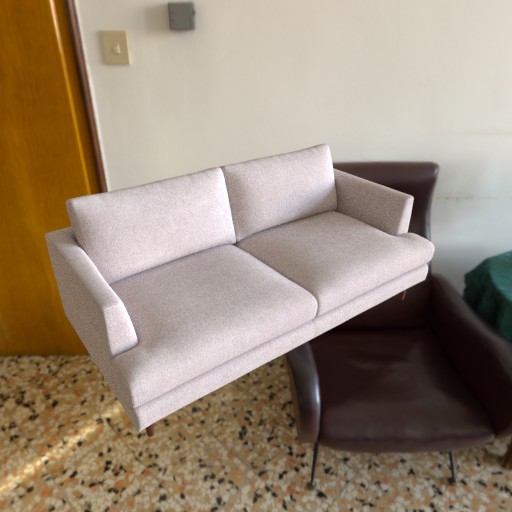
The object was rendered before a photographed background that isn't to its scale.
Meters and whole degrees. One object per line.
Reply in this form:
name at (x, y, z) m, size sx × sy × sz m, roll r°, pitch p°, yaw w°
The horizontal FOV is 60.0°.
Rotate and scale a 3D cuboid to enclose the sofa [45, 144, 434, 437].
sofa at (0.000, 0.000, 2.498) m, size 1.948 × 0.868 × 1.020 m, roll -20°, pitch 35°, yaw -31°
